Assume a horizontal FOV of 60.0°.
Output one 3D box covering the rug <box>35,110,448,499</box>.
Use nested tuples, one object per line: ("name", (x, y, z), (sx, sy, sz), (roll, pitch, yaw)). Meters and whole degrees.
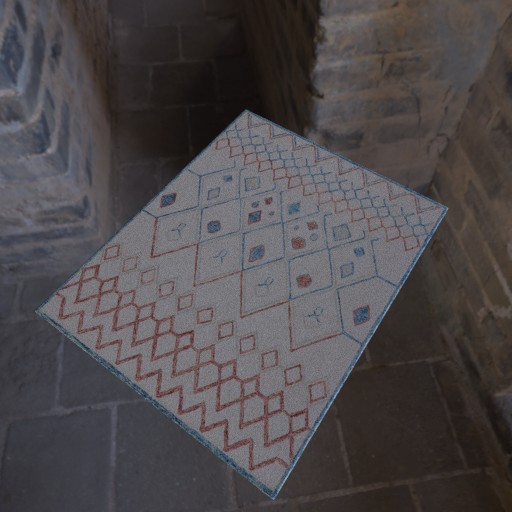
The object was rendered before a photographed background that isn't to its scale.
("rug", (0.000, 0.000, 4.036), (2.441, 0.016, 3.050), (31, 64, 17))
